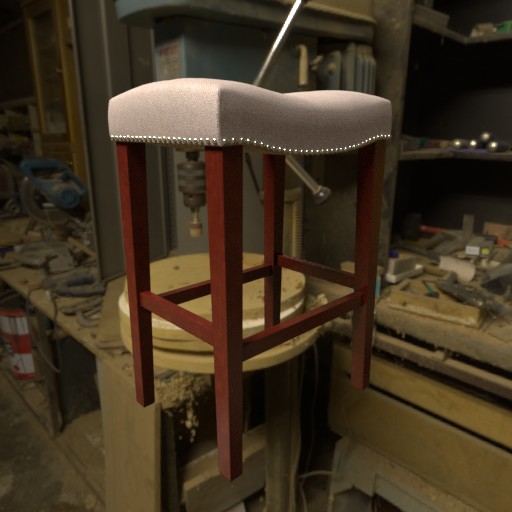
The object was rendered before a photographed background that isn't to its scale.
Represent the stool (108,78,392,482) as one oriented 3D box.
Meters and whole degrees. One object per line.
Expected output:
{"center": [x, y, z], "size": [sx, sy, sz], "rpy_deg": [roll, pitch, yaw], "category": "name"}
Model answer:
{"center": [0.000, 0.000, 1.035], "size": [0.504, 0.742, 0.372], "rpy_deg": [-15, 22, -41], "category": "stool"}
